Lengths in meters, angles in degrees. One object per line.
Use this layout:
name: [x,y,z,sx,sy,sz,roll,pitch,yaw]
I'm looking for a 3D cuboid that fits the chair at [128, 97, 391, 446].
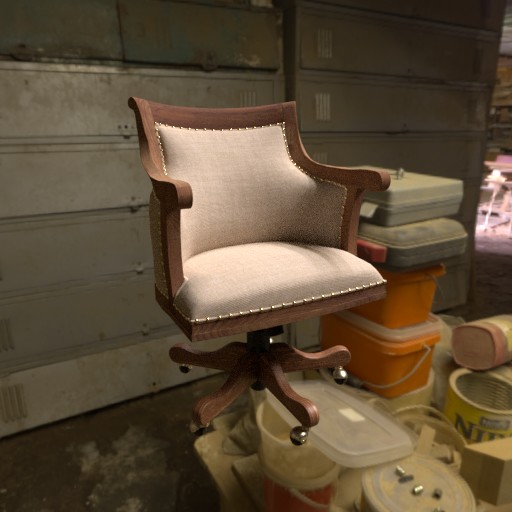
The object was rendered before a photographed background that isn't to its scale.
chair: [0.000,0.000,1.412,0.656,0.965,0.689,-9,19,-27]
